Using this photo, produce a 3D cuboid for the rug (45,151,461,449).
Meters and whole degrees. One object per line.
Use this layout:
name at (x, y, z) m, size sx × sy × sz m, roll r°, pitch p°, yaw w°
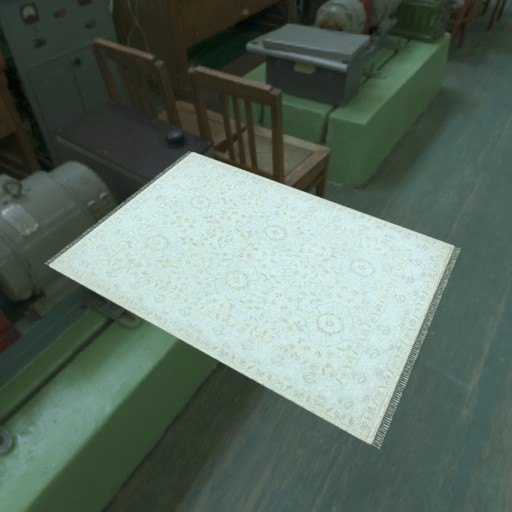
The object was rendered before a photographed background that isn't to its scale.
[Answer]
rug at (0.000, 0.000, 2.867) m, size 2.233 × 0.011 × 1.514 m, roll 24°, pitch 50°, yaw 21°
